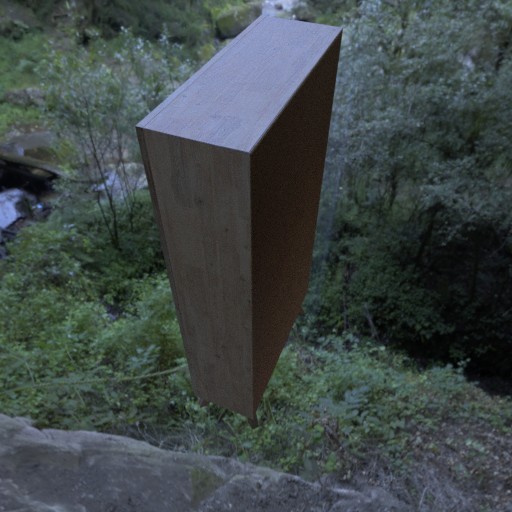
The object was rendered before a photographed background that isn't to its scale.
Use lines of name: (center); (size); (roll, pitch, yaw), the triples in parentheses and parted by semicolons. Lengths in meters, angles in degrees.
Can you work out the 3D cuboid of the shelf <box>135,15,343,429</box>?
shelf: (0.000, 0.000, 1.725); (0.308, 1.471, 0.748); (17, 49, 15)
